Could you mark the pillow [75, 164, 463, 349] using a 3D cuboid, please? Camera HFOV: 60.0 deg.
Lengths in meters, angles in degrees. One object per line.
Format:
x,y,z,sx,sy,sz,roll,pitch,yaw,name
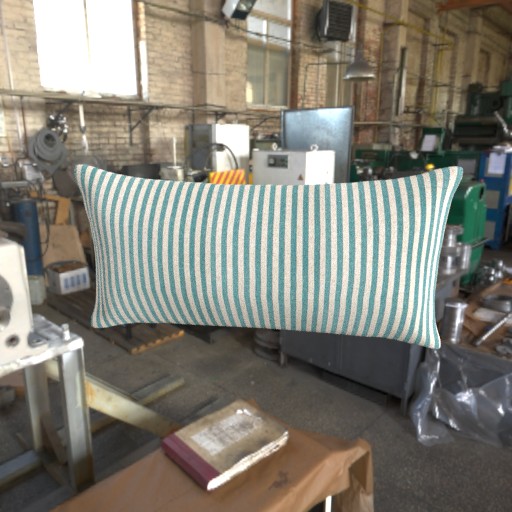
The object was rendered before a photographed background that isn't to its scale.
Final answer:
0.000,0.000,0.733,0.617,0.295,0.151,2,14,9,pillow
